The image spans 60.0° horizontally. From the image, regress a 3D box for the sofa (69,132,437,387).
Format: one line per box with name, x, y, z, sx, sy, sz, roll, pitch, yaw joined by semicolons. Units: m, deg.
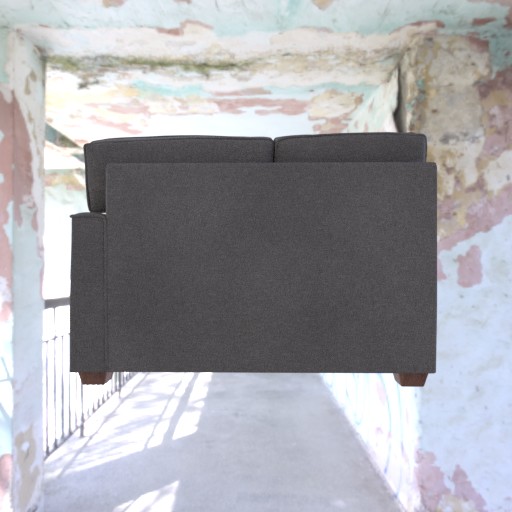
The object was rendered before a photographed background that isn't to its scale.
sofa;0.000;0.000;2.106;1.388;0.989;0.991;0;0;1
